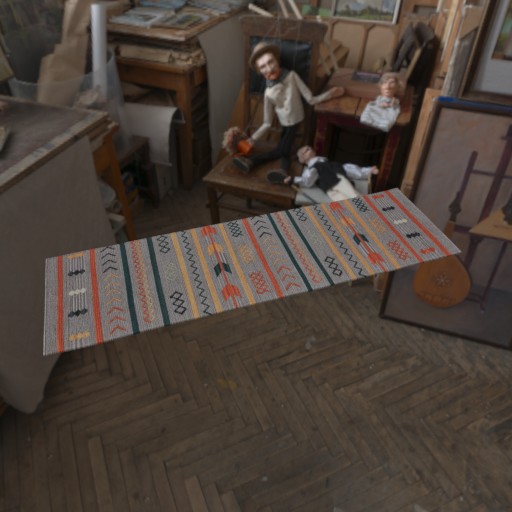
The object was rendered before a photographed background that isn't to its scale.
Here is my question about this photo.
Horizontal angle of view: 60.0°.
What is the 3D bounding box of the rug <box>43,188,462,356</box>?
[{"bbox_3d":[0.000,0.000,2.686,2.419,0.022,0.744,-12,44,-13],"label":"rug"}]
